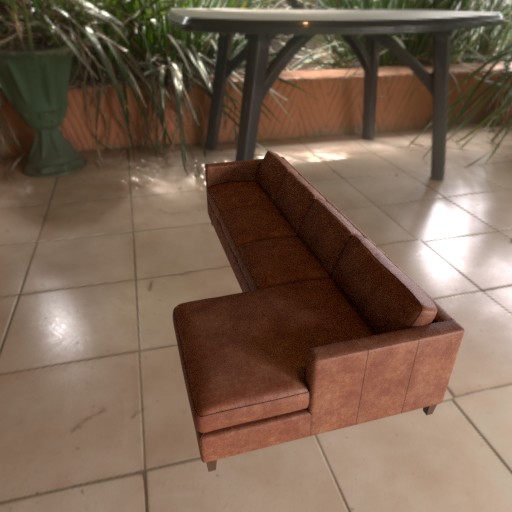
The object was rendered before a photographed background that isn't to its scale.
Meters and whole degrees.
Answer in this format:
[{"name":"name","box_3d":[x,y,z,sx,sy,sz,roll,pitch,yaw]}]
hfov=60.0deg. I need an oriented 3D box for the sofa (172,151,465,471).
[{"name":"sofa","box_3d":[0.000,0.000,3.803,1.581,0.883,3.203,-8,32,-14]}]
